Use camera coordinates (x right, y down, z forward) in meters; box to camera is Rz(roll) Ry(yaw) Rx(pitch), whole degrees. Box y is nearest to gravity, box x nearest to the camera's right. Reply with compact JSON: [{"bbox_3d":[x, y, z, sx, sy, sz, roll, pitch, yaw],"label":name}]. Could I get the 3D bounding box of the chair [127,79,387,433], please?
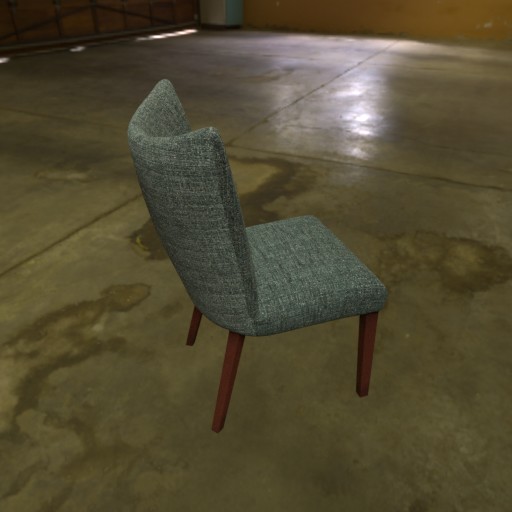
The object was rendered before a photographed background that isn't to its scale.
[{"bbox_3d":[0.000,0.000,1.307,0.623,0.924,0.535,-10,33,-16],"label":"chair"}]
